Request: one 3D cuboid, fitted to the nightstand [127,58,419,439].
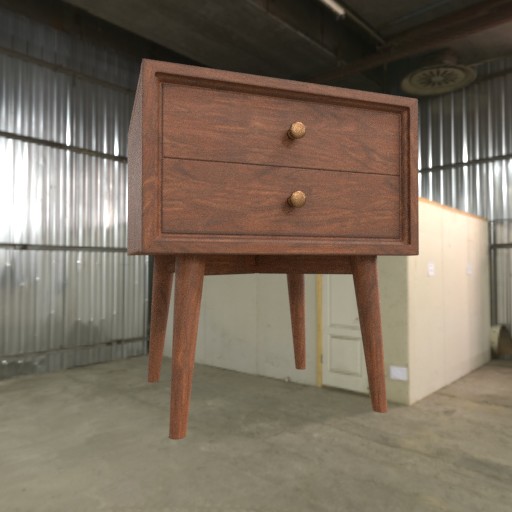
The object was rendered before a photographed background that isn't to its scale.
[{"bbox_3d":[0.000,0.000,0.969,0.521,0.607,0.445,0,-1,-19],"label":"nightstand"}]
